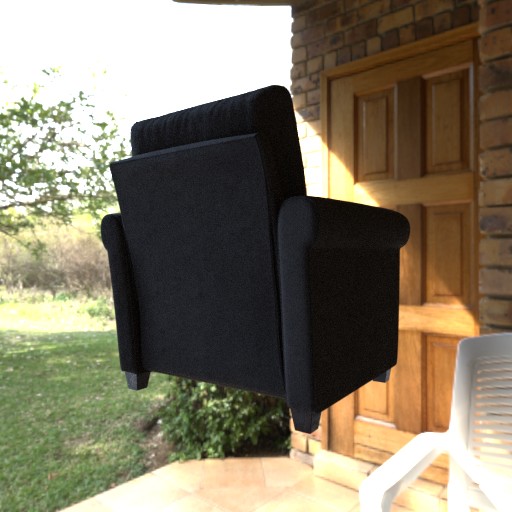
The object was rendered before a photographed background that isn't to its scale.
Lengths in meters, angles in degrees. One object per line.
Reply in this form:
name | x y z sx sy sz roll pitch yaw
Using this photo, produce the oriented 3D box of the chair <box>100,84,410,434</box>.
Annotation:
chair | 0.000 0.000 1.595 0.867 0.942 0.828 0 -1 35
